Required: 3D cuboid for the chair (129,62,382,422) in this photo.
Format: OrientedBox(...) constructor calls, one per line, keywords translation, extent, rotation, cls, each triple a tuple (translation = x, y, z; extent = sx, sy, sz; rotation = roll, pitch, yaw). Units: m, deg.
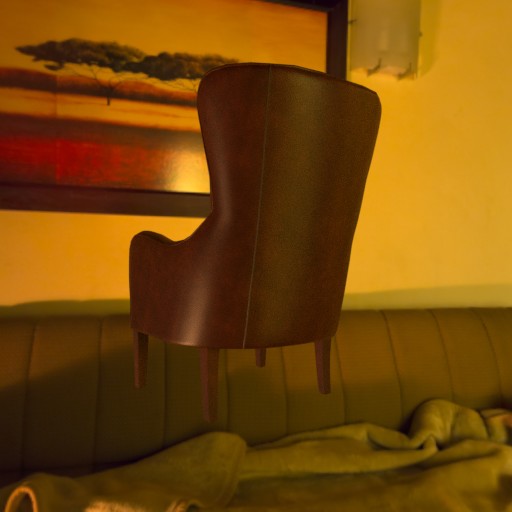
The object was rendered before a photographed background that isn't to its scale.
OrientedBox(translation=(0.000, 0.000, 1.635), extent=(0.692, 1.048, 0.914), rotation=(0, -1, -35), cls="chair")
